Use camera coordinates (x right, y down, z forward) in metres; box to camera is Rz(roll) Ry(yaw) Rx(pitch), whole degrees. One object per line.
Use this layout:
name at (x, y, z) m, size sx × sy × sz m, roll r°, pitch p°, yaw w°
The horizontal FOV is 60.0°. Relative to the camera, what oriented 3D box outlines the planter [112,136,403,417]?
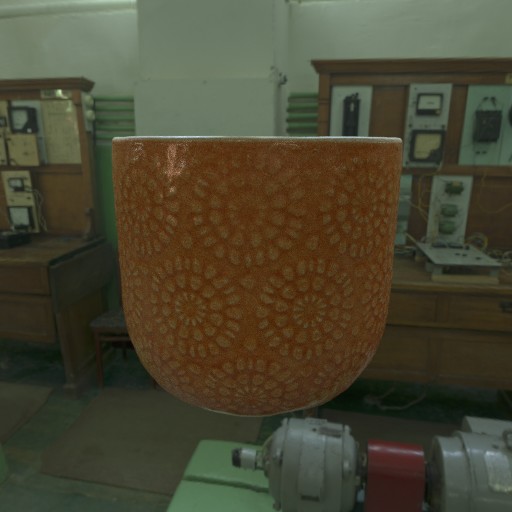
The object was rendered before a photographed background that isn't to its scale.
planter at (0.000, 0.000, 0.281) m, size 0.170 × 0.152 × 0.170 m, roll 0°, pitch 15°, yaw 0°
